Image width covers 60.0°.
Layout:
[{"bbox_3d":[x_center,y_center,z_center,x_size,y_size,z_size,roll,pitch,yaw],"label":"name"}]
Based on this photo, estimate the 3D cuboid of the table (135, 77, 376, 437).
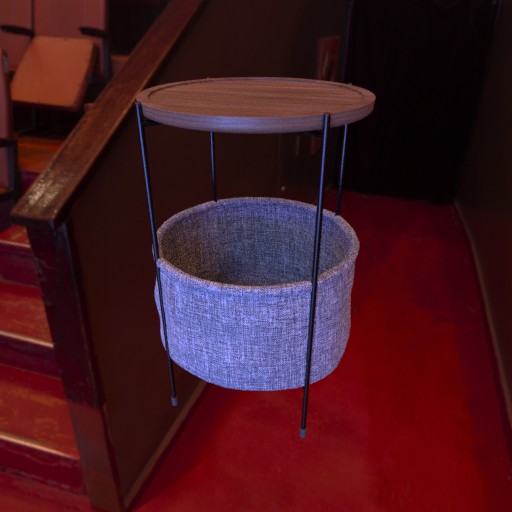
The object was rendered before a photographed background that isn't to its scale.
[{"bbox_3d":[0.000,0.000,0.886,0.400,0.623,0.400,8,30,15],"label":"table"}]
